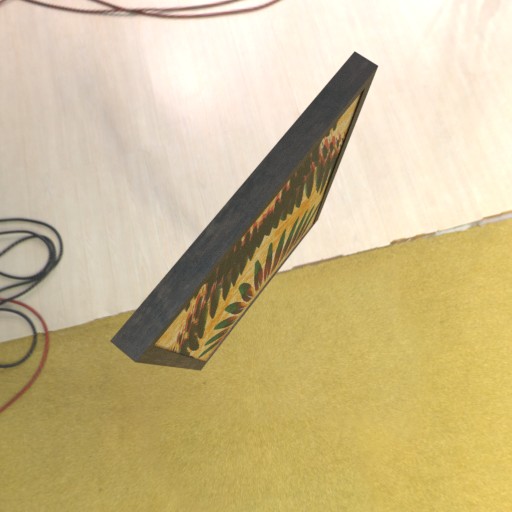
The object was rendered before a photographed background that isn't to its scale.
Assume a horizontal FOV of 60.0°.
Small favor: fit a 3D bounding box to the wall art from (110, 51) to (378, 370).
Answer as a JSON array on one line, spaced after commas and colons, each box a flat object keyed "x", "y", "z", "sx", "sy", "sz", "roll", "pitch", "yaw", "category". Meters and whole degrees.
[{"x": 0.000, "y": 0.000, "z": 0.563, "sx": 0.027, "sy": 0.406, "sz": 0.329, "roll": 37, "pitch": 78, "yaw": 9, "category": "wall art"}]
